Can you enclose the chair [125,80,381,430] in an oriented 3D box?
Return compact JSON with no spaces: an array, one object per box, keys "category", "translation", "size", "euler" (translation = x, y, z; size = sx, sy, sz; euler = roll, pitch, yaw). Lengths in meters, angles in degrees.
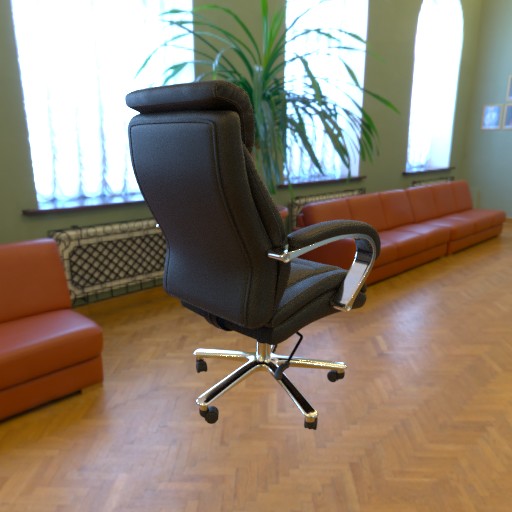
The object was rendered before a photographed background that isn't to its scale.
[{"category":"chair","translation":[0.000,0.000,1.703],"size":[0.790,1.183,0.755],"euler":[-14,20,-43]}]
